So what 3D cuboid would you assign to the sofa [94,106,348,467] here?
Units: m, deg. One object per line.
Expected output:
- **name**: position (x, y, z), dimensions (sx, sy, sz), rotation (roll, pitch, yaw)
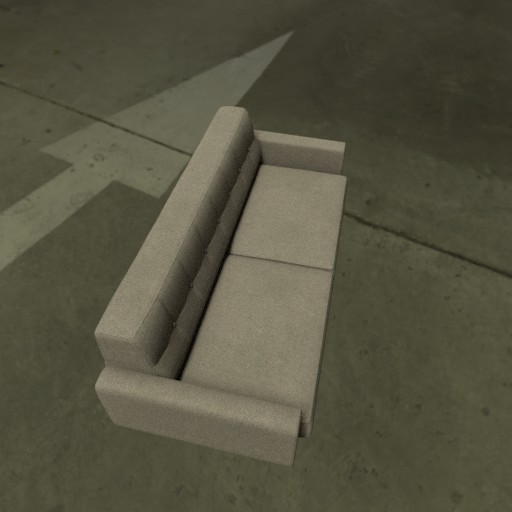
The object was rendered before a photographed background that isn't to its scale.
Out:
- **sofa**: position (0.000, 0.000, 2.523), dimensions (0.909, 0.841, 2.029), rotation (10, 48, 9)
